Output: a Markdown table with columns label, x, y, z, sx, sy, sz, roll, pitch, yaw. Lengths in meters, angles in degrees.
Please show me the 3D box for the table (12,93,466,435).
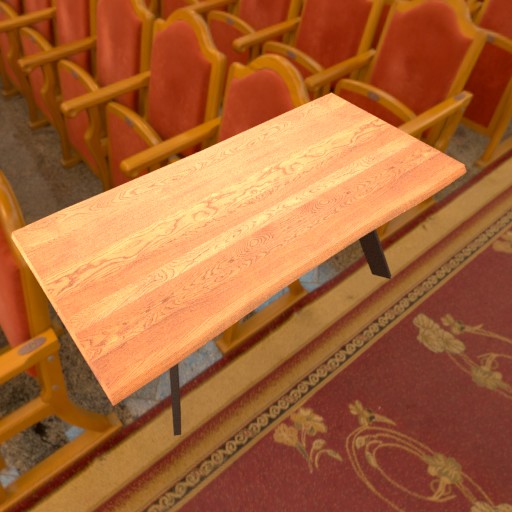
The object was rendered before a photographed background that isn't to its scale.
| label | x | y | z | sx | sy | sz | roll | pitch | yaw |
| --- | --- | --- | --- | --- | --- | --- | --- | --- | --- |
| table | 0.000 | 0.000 | 2.181 | 1.800 | 0.770 | 0.900 | -31 | 55 | -25 |
